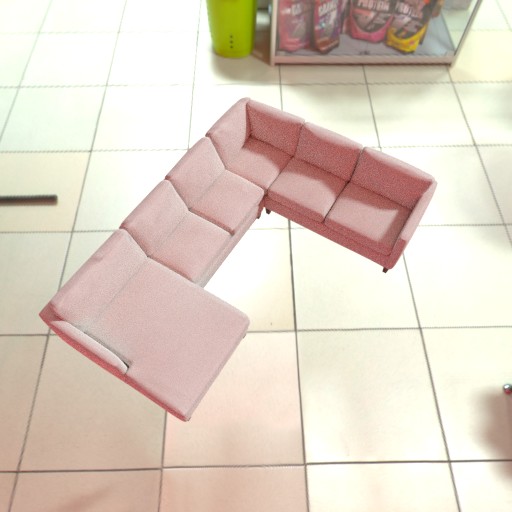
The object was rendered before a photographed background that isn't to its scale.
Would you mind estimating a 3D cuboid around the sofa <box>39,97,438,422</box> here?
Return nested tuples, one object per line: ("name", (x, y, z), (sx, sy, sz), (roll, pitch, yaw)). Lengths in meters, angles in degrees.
("sofa", (0.000, 0.000, 4.626), (2.593, 0.956, 3.459), (28, 64, 15))
